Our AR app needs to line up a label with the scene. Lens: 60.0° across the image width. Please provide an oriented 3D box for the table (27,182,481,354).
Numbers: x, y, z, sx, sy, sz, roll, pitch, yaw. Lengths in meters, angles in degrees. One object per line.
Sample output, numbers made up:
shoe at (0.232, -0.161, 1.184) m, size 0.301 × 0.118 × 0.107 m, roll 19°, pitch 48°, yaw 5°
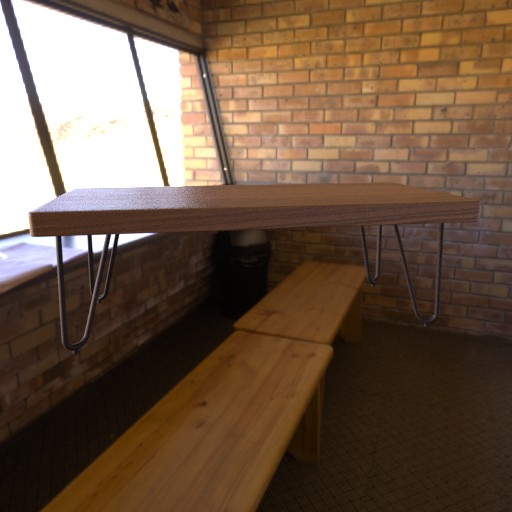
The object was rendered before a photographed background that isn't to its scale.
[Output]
table at (0.000, 0.000, 1.667) m, size 1.375 × 0.468 × 0.637 m, roll -3°, pitch 15°, yaw -10°
